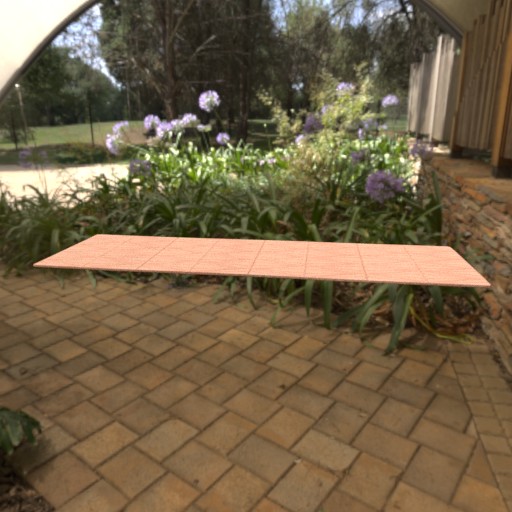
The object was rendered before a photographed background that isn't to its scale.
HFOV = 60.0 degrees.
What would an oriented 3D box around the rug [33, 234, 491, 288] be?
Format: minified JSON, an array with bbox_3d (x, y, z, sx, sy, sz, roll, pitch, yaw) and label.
[{"bbox_3d":[0.000,0.000,2.674,2.435,0.015,0.760,2,16,8],"label":"rug"}]
